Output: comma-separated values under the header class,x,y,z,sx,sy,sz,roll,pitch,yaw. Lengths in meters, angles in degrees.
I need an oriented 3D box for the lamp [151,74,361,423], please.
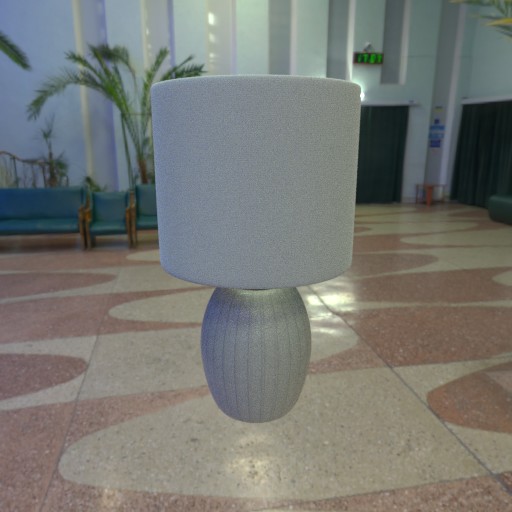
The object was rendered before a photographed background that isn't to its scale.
class,x,y,z,sx,sy,sz,roll,pitch,yaw
lamp,0.000,0.000,0.774,0.328,0.570,0.328,0,15,0
